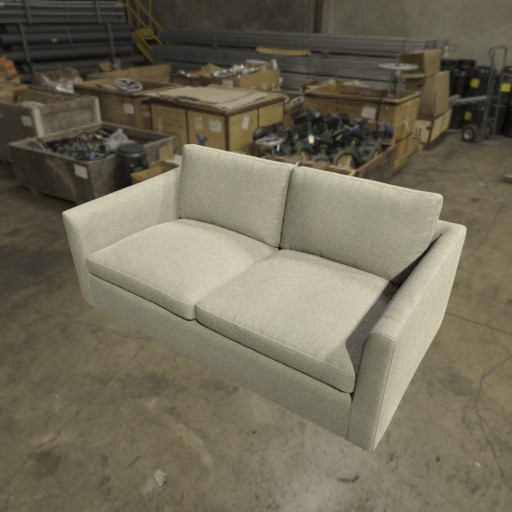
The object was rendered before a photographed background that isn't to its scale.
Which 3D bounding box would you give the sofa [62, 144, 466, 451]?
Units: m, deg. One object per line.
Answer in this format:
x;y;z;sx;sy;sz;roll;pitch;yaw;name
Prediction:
0.000;0.000;2.463;1.905;0.839;1.091;19;34;30;sofa
